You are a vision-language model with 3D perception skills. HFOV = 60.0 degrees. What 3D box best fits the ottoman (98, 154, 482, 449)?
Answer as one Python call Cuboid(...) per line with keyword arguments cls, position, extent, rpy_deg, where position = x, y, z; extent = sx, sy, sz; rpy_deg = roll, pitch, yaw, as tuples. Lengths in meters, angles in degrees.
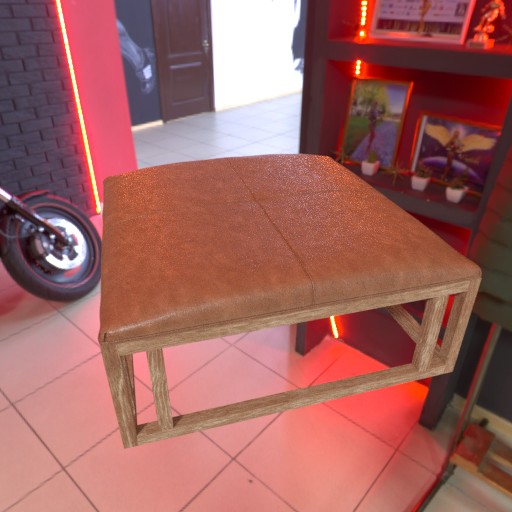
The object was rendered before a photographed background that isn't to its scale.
Cuboid(cls="ottoman", position=(0.000, 0.000, 1.586), extent=(1.013, 0.442, 1.016), rpy_deg=(-8, 32, -14))
